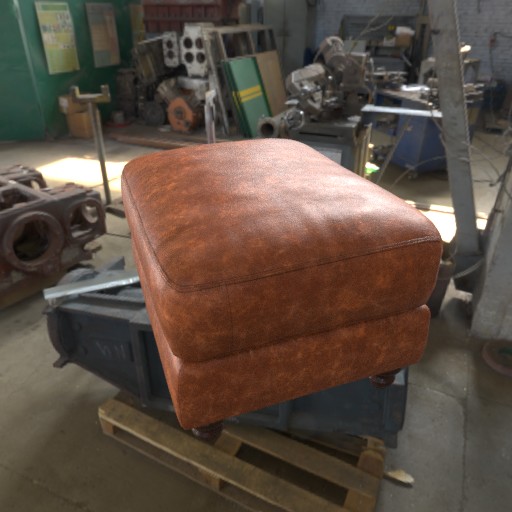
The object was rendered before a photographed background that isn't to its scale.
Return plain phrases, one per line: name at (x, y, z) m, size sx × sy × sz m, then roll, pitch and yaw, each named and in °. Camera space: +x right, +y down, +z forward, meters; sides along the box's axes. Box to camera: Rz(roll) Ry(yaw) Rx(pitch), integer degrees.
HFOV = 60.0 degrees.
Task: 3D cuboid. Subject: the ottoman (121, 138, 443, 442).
ottoman at (0.000, 0.000, 1.272) m, size 0.657 × 0.562 × 0.832 m, roll -10°, pitch 31°, yaw -18°
